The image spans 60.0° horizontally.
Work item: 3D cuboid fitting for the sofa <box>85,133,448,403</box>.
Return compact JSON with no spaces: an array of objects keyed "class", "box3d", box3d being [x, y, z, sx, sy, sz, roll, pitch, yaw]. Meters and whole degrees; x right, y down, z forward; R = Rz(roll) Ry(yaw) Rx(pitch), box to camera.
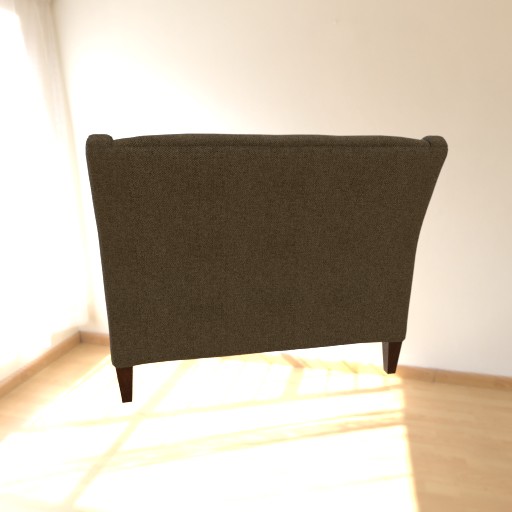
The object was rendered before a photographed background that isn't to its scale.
[{"class":"sofa","box3d":[0.000,0.000,1.955,1.242,1.021,0.870,-3,14,-11]}]
